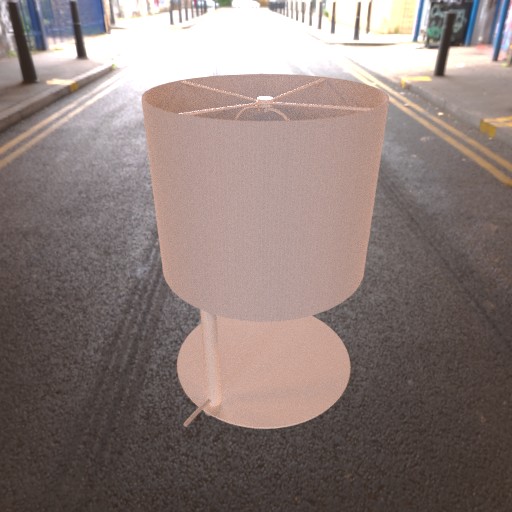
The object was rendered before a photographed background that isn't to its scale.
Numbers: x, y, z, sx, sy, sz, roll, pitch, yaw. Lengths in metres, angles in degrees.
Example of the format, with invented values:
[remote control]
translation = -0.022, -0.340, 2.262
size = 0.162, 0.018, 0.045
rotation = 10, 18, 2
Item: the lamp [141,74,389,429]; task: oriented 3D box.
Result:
[lamp]
translation = 0.000, 0.000, 0.652
size = 0.299, 0.454, 0.341
rotation = 22, 37, 32
